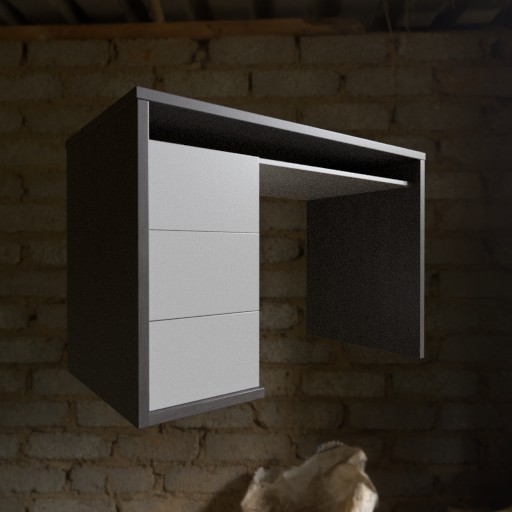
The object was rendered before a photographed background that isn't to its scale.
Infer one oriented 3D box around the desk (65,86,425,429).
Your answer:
[{"bbox_3d":[0.000,0.000,1.534,1.100,0.750,0.600,0,1,-37],"label":"desk"}]
